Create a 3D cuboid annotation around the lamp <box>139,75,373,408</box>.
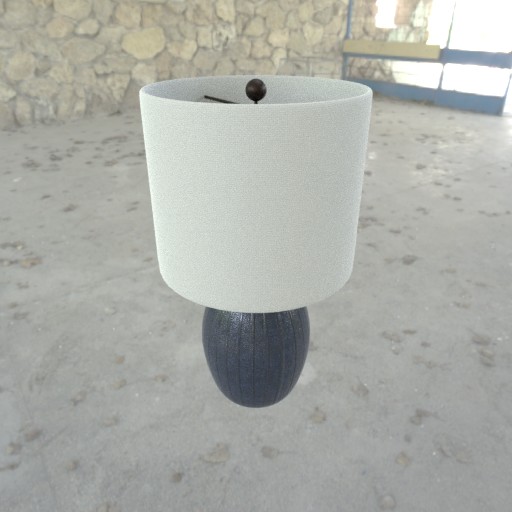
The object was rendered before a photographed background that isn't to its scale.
[{"bbox_3d":[0.000,0.000,0.764,0.329,0.570,0.329,-17,32,-30],"label":"lamp"}]
